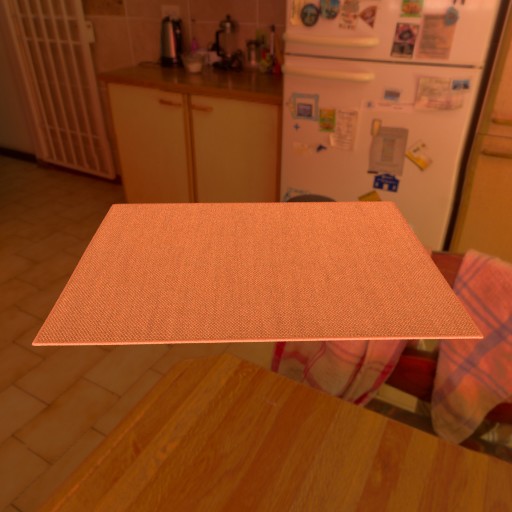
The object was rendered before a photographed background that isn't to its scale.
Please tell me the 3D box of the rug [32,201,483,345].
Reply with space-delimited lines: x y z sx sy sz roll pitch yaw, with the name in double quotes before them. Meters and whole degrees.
"rug" 0.000 0.000 2.727 2.134 0.013 1.524 -1 32 -1
